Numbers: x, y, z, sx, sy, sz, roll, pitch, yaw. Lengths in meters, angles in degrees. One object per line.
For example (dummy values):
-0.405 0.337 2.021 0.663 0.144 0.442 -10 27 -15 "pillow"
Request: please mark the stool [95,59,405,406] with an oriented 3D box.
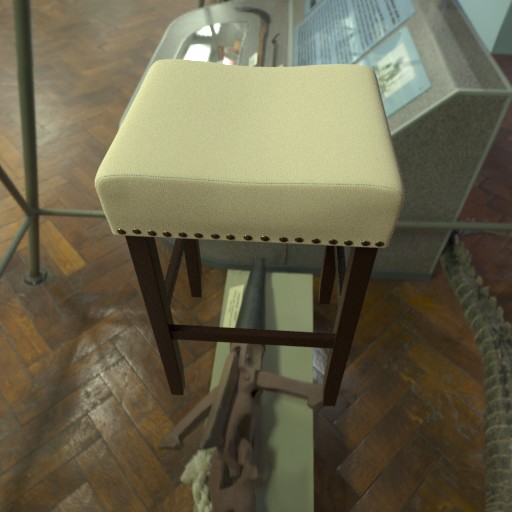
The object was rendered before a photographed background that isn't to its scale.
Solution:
0.000 0.000 1.051 0.471 0.762 0.401 3 48 3 "stool"
